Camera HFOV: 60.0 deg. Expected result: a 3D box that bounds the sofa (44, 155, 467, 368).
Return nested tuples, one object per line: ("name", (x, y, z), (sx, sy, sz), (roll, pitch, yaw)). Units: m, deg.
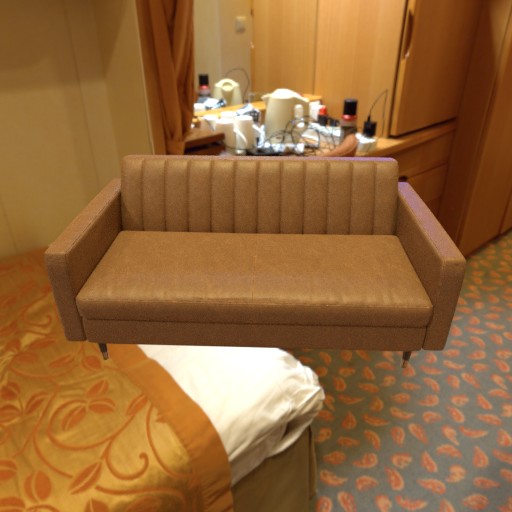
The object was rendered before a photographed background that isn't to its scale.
("sofa", (0.000, 0.000, 2.398), (1.847, 0.821, 0.993), (1, 30, 2))
